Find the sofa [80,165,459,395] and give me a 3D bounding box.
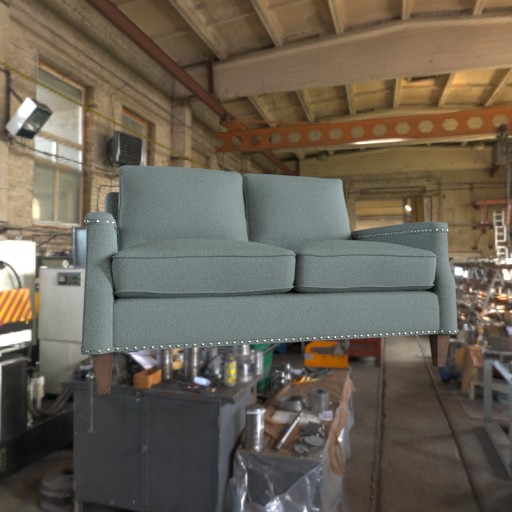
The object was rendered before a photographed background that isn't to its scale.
[{"bbox_3d":[0.000,0.000,2.263,1.597,1.003,1.084,0,-1,-17],"label":"sofa"}]
